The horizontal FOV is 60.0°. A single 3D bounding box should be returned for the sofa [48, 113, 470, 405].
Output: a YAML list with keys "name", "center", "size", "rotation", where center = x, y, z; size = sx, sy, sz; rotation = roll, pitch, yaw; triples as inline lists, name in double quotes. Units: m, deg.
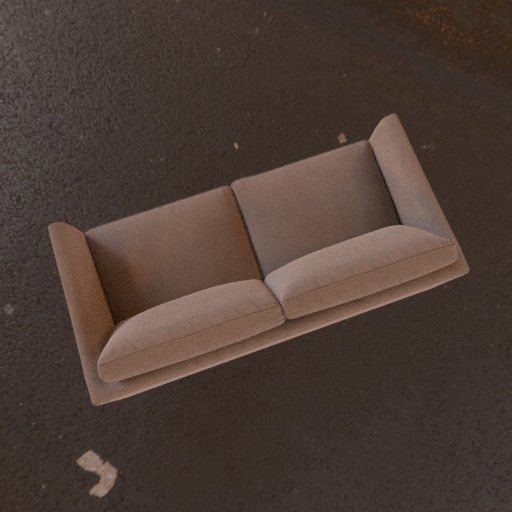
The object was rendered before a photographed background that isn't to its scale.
- name: "sofa"
  center: [0.000, 0.000, 2.784]
  size: [2.588, 0.838, 1.090]
  rotation: [-19, 77, -4]
